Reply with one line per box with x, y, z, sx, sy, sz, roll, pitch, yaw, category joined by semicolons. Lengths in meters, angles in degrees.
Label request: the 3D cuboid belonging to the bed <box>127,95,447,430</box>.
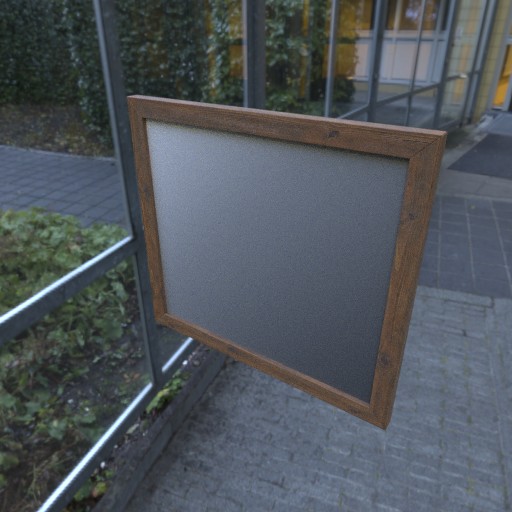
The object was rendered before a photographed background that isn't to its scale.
0.000;0.000;1.490;1.046;0.942;0.046;18;33;30;bed
